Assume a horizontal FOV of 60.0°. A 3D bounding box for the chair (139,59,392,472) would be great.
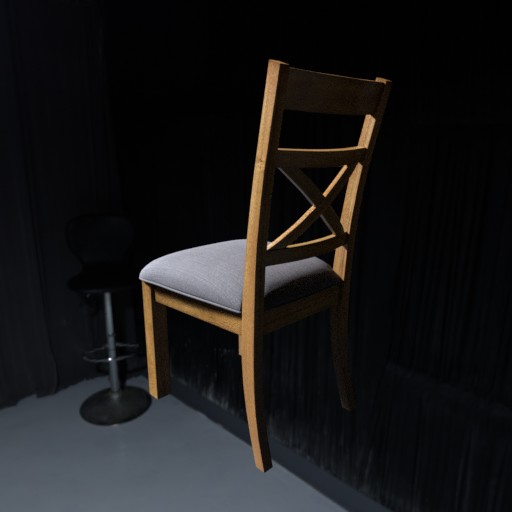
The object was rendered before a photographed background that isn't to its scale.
[{"bbox_3d":[0.000,0.000,1.279,0.470,0.949,0.581,-14,20,-42],"label":"chair"}]
